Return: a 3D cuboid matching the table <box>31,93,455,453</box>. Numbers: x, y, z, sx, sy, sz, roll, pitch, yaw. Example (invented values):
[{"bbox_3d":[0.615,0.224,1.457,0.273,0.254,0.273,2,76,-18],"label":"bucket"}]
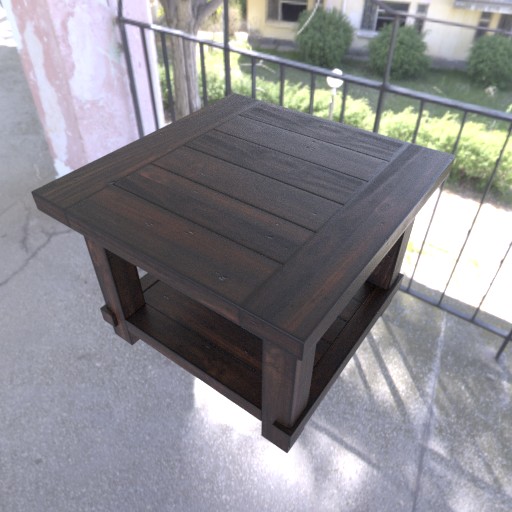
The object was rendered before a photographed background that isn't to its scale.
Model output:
[{"bbox_3d":[0.000,0.000,1.016,0.593,0.437,0.606,26,47,27],"label":"table"}]
